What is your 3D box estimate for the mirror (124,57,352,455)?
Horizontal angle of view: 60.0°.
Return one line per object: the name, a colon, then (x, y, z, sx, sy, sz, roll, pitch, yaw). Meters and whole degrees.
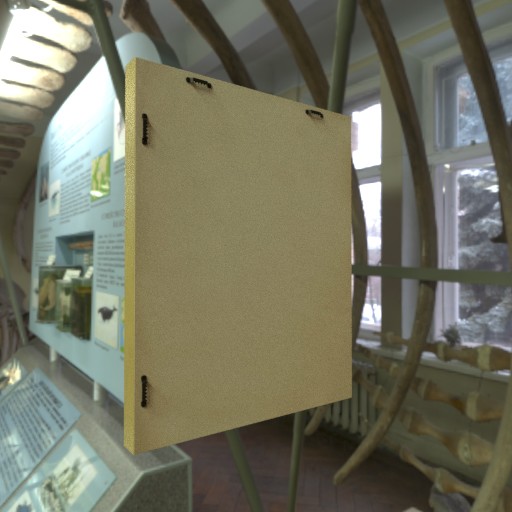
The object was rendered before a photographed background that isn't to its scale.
mirror: (0.000, 0.000, 0.695, 0.405, 0.508, 0.041, 1, -1, -36)
